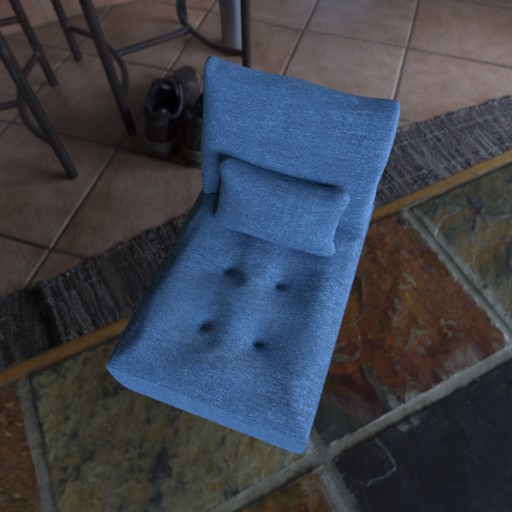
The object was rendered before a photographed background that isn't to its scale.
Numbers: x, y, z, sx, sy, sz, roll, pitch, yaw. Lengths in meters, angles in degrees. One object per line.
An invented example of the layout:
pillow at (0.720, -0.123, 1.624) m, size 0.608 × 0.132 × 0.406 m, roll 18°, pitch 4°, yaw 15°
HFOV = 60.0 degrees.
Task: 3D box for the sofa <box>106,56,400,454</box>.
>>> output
sofa at (0.000, 0.000, 1.539) m, size 0.700 × 0.820 × 1.000 m, roll 17°, pitch 60°, yaw 10°
